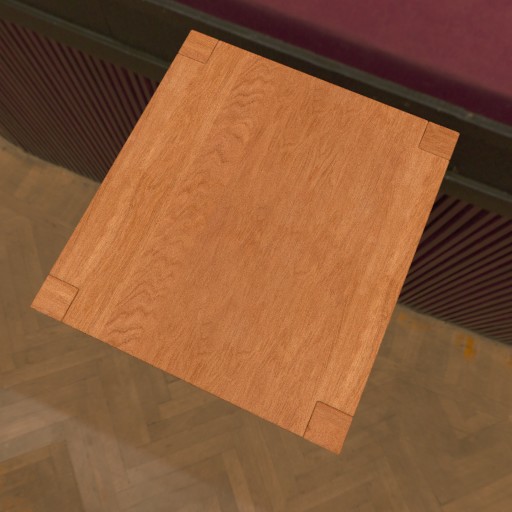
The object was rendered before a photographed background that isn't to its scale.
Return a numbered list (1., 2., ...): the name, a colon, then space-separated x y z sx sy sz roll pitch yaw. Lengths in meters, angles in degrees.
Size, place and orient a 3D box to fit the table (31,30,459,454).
1. table: 0.000 0.000 0.834 0.440 0.450 0.480 24 77 6
